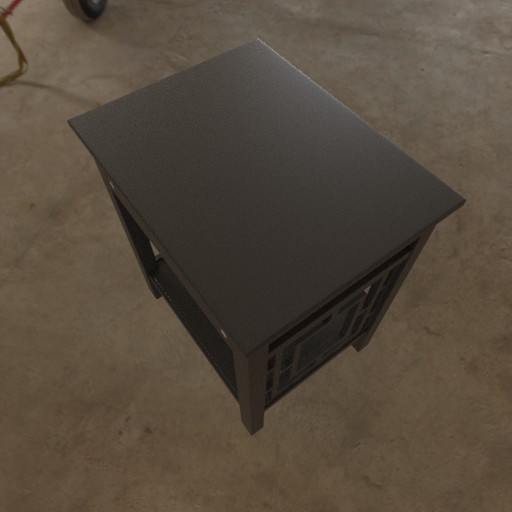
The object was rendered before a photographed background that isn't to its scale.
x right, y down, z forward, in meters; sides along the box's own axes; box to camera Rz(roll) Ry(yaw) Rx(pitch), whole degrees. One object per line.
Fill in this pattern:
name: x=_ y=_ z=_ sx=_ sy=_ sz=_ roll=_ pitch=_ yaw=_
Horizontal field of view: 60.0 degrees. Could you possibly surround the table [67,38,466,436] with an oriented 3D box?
table: x=0.000 y=0.000 z=1.038 sx=0.451 sy=0.646 sz=0.564 roll=-32 pitch=63 yaw=-19
